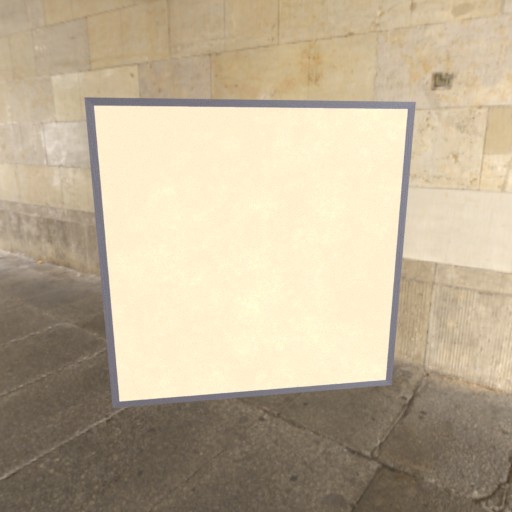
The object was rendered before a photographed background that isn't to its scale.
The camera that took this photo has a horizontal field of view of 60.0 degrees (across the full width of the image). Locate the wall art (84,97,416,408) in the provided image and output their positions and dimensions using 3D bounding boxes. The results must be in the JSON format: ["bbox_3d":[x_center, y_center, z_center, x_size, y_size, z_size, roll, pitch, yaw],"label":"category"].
[{"bbox_3d":[0.000,0.000,0.455,0.302,0.300,0.036,-2,15,-8],"label":"wall art"}]
